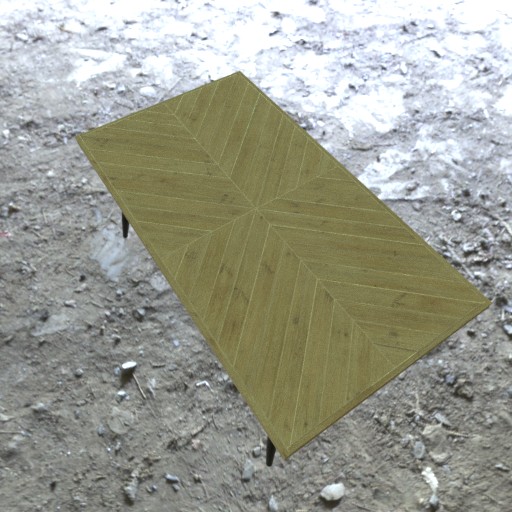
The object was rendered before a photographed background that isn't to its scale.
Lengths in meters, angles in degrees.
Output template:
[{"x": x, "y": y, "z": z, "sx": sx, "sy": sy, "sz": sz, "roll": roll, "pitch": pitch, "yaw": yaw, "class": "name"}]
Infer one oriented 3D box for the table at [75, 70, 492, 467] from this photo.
[{"x": 0.000, "y": 0.000, "z": 2.291, "sx": 0.991, "sy": 0.762, "sz": 1.803, "roll": -29, "pitch": 61, "yaw": -18, "class": "table"}]
